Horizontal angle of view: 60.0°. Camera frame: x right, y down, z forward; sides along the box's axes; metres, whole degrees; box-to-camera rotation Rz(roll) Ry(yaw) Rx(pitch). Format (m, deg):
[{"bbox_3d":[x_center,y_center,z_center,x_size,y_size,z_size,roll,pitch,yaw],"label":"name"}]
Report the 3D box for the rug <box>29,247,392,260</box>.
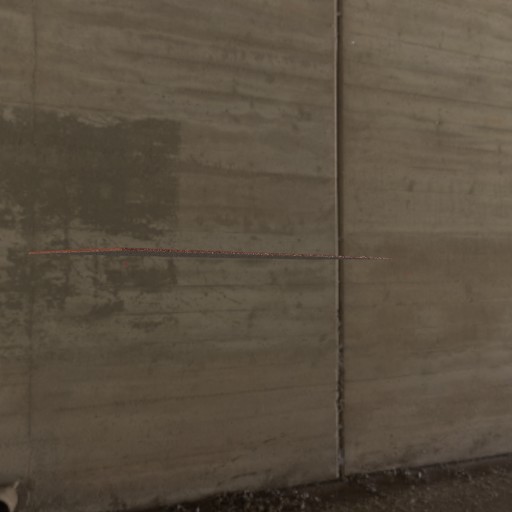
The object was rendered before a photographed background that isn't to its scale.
[{"bbox_3d":[0.000,0.000,2.759,0.914,0.013,2.471,-1,-2,35],"label":"rug"}]
